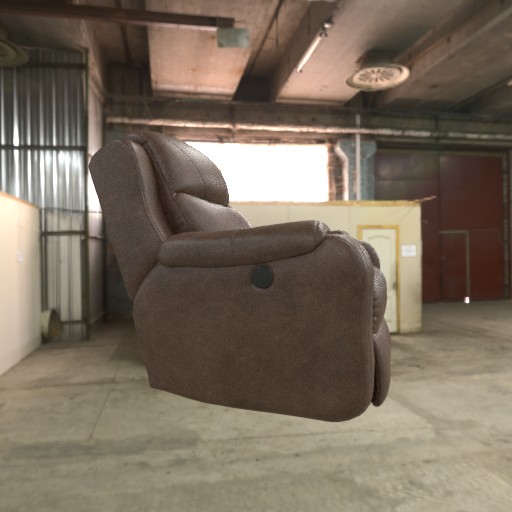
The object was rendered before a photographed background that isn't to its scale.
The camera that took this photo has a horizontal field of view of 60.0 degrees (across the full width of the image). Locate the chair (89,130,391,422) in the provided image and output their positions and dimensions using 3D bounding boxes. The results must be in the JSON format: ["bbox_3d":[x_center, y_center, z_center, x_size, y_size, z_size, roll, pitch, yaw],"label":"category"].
[{"bbox_3d":[0.000,0.000,1.824,1.067,0.990,0.940,0,1,17],"label":"chair"}]
